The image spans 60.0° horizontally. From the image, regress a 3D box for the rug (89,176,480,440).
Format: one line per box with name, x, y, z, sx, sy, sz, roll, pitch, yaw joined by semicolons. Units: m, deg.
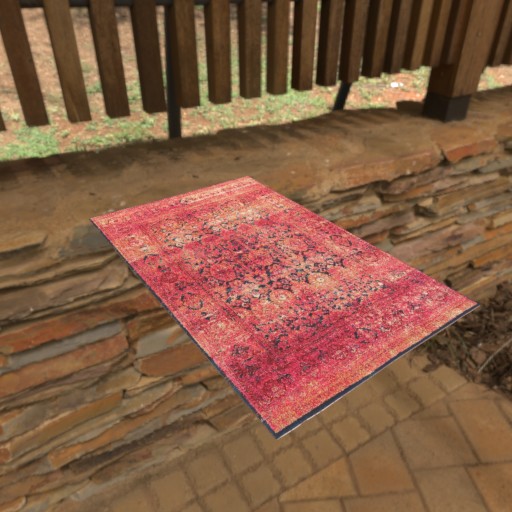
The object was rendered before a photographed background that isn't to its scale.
rug;0.000;0.000;3.086;1.539;0.018;2.449;-21;38;-29
